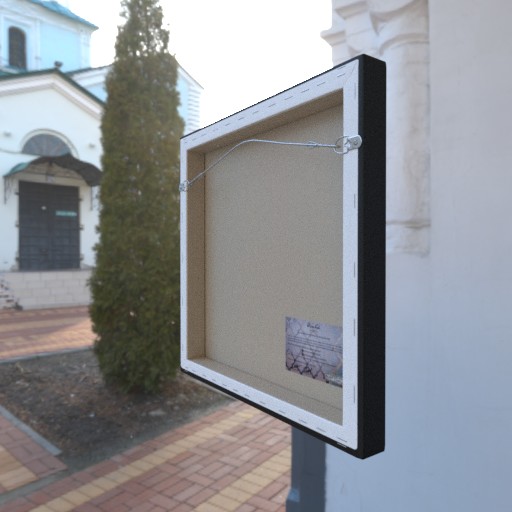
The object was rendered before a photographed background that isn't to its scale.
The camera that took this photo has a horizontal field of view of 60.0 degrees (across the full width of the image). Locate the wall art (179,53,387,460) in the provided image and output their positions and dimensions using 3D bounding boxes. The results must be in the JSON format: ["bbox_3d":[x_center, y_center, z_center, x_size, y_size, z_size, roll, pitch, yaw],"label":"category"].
[{"bbox_3d":[0.000,0.000,0.613,0.041,0.407,0.406,0,1,-36],"label":"wall art"}]
